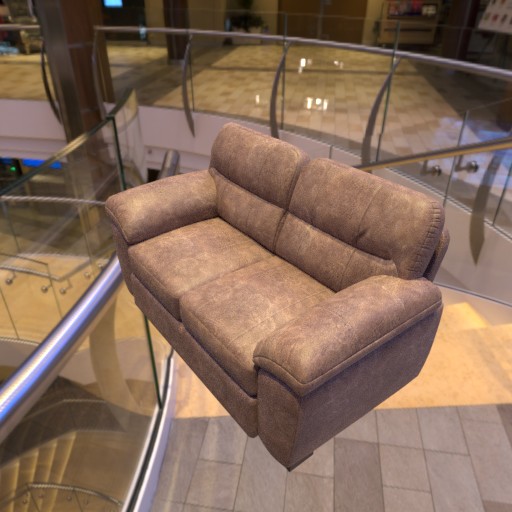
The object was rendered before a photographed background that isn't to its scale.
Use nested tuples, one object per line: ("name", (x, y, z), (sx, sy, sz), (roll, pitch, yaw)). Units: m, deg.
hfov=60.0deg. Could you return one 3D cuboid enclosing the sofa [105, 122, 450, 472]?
("sofa", (0.000, 0.000, 2.337), (0.991, 0.991, 1.753), (-22, 38, -31))
